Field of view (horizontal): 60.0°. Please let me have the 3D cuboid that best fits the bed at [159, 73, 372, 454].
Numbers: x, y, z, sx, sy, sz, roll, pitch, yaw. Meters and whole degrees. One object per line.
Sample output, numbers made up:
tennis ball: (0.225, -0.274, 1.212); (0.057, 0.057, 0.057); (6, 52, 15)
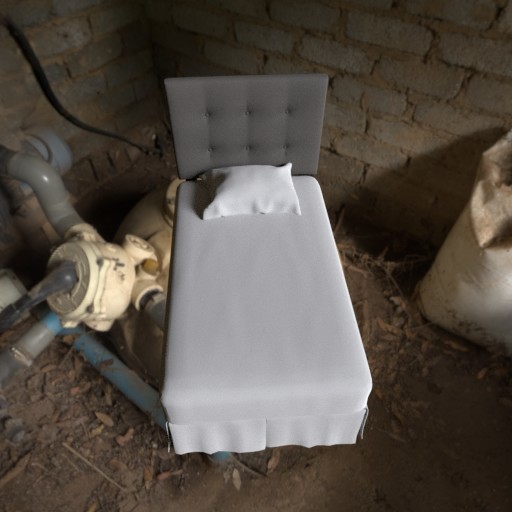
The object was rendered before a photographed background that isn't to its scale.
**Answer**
bed: (0.000, 0.000, 2.958); (1.261, 1.571, 1.997); (-3, 47, -3)
